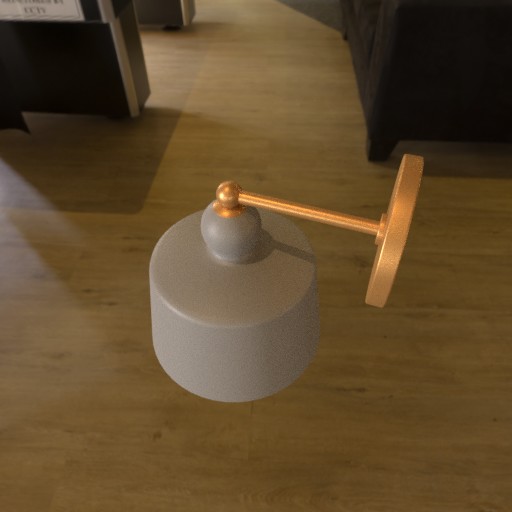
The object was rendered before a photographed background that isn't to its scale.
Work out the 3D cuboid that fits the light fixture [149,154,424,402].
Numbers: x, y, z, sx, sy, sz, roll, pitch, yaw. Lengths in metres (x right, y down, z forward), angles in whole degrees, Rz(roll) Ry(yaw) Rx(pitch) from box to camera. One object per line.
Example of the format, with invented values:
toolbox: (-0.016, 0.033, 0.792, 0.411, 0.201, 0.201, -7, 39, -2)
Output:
light fixture: (0.000, 0.000, 0.444, 0.254, 0.268, 0.204, 15, 48, 13)
